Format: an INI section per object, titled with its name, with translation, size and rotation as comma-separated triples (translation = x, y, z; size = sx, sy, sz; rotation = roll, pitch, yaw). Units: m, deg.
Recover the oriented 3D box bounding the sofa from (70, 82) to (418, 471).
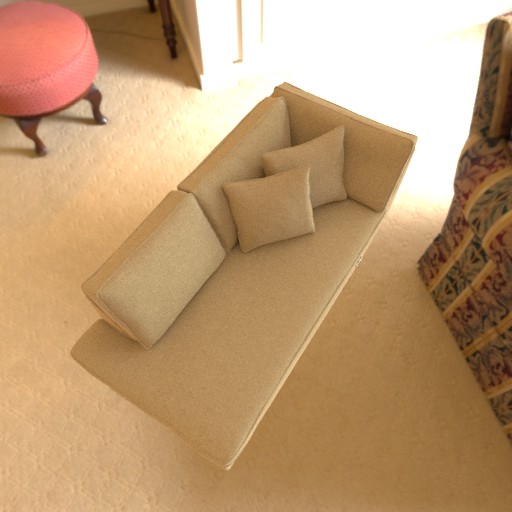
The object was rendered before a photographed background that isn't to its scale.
[sofa]
translation = 0.000, 0.000, 2.798
size = 1.110, 1.033, 2.237
rotation = 30, 64, 16
